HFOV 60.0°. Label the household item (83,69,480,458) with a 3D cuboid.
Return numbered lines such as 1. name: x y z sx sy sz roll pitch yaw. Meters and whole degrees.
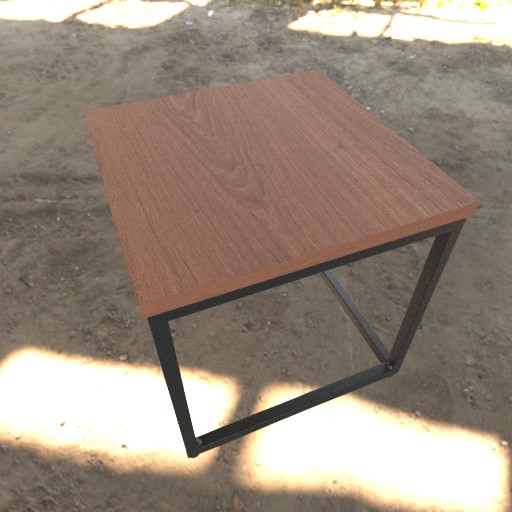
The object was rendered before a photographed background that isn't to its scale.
1. household item: 0.000 0.000 0.734 0.400 0.400 0.400 -16 48 -16
